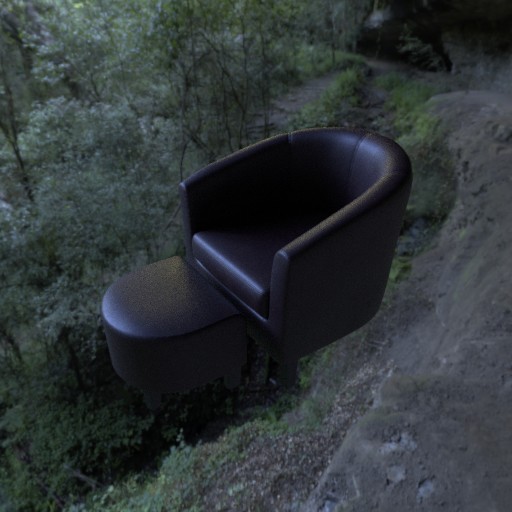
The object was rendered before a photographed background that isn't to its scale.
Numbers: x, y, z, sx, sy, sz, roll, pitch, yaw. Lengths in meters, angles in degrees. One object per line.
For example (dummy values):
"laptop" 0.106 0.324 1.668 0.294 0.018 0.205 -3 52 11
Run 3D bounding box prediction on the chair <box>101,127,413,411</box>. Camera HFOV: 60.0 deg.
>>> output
"chair" 0.000 0.000 1.670 1.176 0.755 0.737 -20 36 -29
